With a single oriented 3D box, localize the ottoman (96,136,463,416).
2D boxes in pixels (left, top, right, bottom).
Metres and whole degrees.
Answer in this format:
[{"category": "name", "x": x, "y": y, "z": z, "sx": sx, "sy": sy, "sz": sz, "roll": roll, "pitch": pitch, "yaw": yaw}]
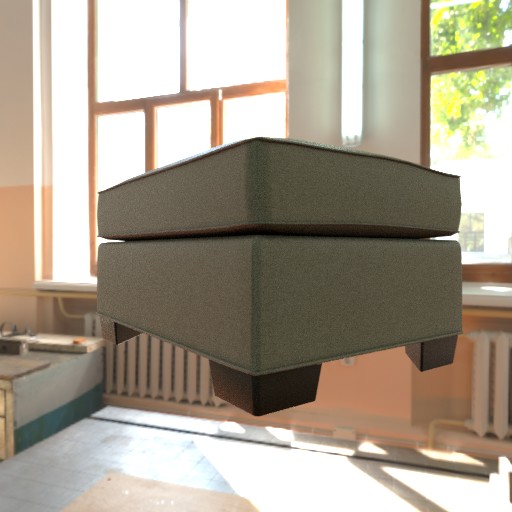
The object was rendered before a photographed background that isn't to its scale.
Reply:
[{"category": "ottoman", "x": 0.000, "y": 0.000, "z": 1.199, "sx": 0.619, "sy": 0.504, "sz": 0.843, "roll": -1, "pitch": 1, "yaw": -36}]
